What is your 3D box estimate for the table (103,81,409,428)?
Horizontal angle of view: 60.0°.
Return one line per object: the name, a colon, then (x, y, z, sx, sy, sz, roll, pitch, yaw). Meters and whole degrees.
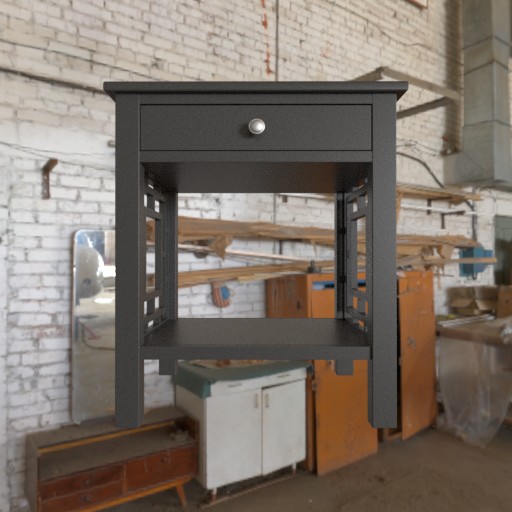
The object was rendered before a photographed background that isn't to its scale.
table: (0.000, 0.000, 1.031, 0.564, 0.646, 0.451, 0, 0, 0)
